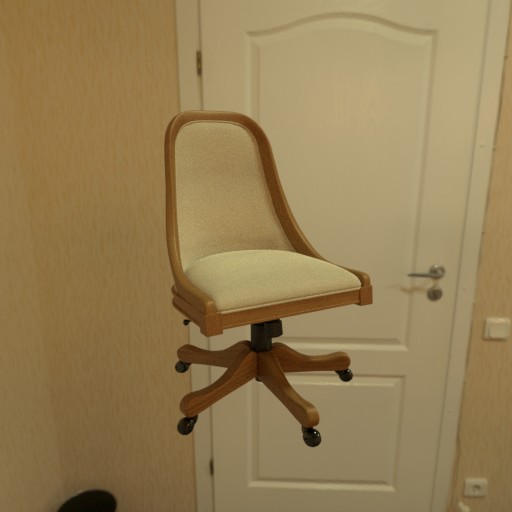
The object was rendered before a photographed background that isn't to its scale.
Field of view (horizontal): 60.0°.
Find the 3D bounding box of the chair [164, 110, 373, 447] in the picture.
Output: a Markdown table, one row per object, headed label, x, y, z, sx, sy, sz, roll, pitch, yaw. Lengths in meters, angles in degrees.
| label | x | y | z | sx | sy | sz | roll | pitch | yaw |
| --- | --- | --- | --- | --- | --- | --- | --- | --- | --- |
| chair | 0.000 | 0.000 | 1.546 | 0.702 | 1.009 | 0.811 | -7 | 16 | -26 |
